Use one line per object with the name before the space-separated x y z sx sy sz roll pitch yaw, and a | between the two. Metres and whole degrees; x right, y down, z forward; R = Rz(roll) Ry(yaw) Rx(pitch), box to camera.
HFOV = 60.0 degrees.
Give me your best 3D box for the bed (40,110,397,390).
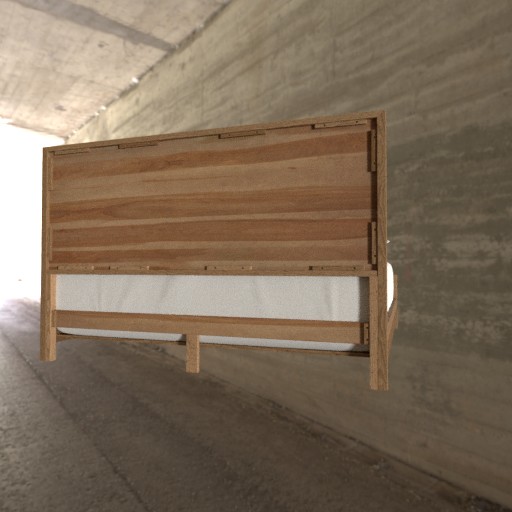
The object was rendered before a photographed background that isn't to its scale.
bed | 0.000 0.000 3.397 2.013 1.295 2.184 0 -1 19
